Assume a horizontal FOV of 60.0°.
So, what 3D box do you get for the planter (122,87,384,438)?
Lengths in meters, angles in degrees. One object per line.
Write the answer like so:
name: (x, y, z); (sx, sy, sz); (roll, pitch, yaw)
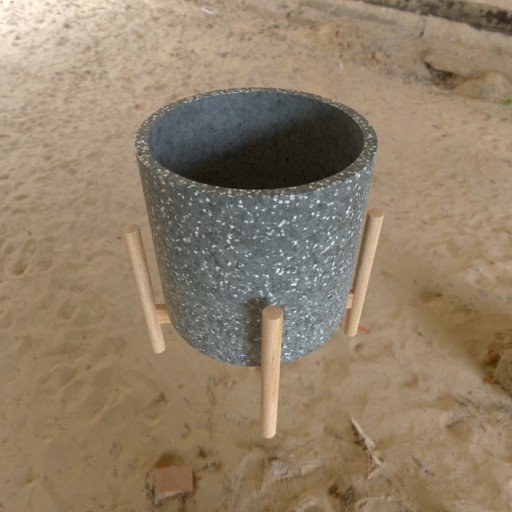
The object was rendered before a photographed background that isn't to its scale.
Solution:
planter: (0.000, 0.000, 0.699); (0.360, 0.419, 0.360); (11, 42, 12)
